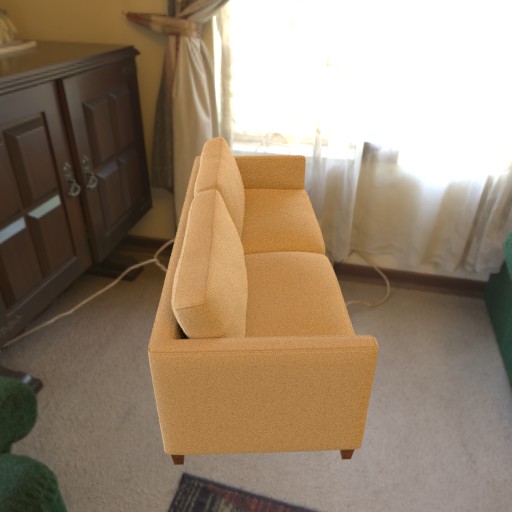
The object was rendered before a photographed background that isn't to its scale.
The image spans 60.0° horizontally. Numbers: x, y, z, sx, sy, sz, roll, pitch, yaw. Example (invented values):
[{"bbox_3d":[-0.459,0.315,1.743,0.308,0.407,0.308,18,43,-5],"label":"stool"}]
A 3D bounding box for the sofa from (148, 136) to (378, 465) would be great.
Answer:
[{"bbox_3d":[0.000,0.000,2.862,0.951,0.968,2.361,-1,31,-2],"label":"sofa"}]
